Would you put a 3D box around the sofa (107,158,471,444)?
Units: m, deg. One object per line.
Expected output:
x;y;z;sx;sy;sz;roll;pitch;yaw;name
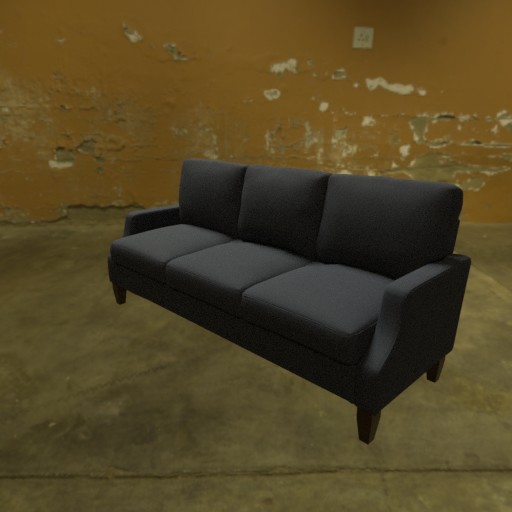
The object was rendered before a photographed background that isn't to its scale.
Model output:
0.000;0.000;2.587;2.115;0.984;0.888;16;23;42;sofa
